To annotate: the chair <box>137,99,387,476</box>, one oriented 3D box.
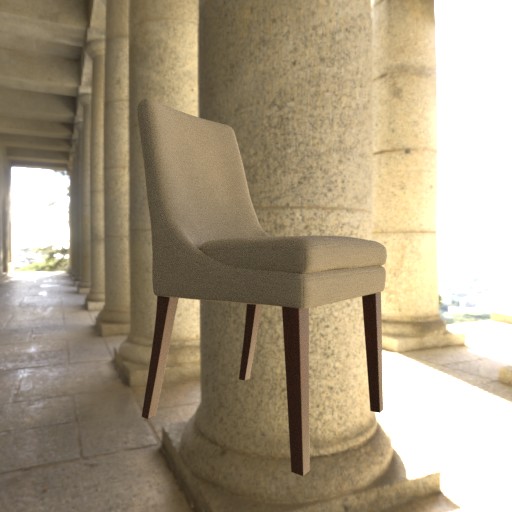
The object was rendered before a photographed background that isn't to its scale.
[{"bbox_3d":[0.000,0.000,1.324,0.638,0.940,0.515,1,2,36],"label":"chair"}]
